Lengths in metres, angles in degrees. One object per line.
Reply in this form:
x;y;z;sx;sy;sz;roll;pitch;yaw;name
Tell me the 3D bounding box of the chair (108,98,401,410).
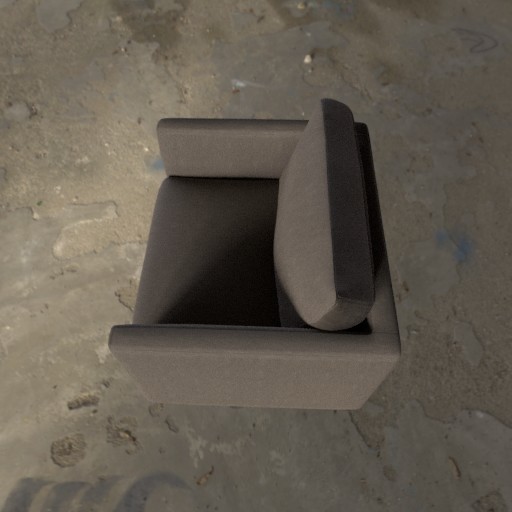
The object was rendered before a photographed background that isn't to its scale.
0.000;0.000;1.882;0.959;0.963;1.107;2;57;1;chair
